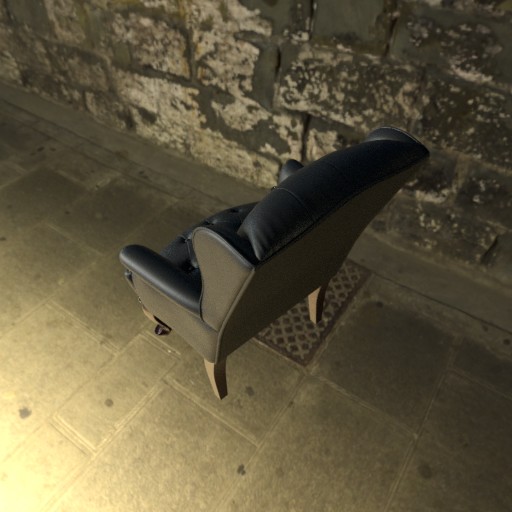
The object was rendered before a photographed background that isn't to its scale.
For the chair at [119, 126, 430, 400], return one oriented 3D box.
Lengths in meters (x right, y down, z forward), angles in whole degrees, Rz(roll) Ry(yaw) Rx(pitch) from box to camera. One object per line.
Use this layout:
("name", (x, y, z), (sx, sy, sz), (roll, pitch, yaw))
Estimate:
("chair", (0.000, 0.000, 1.637), (0.838, 1.111, 0.762), (-33, 54, -27))
